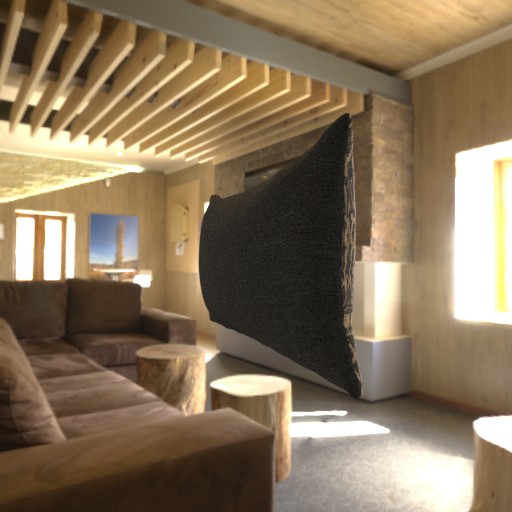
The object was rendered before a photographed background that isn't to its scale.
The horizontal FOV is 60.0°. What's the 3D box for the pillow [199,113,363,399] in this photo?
[{"bbox_3d":[0.000,0.000,0.734,0.148,0.292,0.631,0,-1,-19],"label":"pillow"}]
